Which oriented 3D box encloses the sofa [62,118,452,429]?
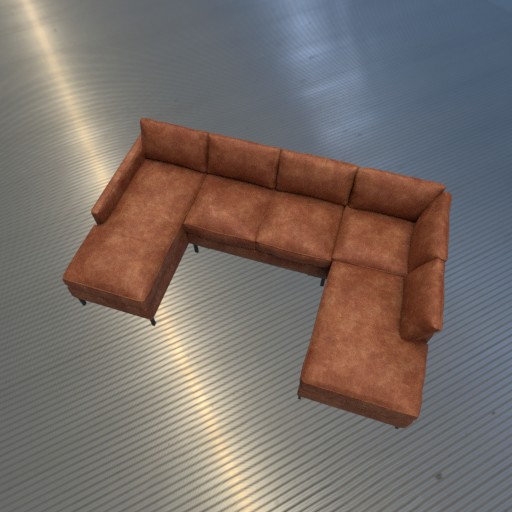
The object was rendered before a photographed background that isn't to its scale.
[{"bbox_3d":[0.000,0.000,3.798,2.956,0.900,1.939,15,59,9],"label":"sofa"}]
